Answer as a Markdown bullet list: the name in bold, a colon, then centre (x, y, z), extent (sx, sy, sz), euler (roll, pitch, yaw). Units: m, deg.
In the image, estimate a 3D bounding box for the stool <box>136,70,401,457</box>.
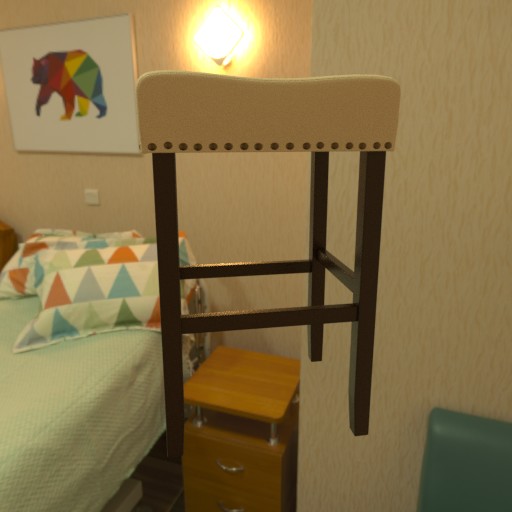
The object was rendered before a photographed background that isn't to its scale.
- **stool**: centre (0.000, 0.000, 1.041), extent (0.471, 0.762, 0.401), euler (-3, 16, -9)
